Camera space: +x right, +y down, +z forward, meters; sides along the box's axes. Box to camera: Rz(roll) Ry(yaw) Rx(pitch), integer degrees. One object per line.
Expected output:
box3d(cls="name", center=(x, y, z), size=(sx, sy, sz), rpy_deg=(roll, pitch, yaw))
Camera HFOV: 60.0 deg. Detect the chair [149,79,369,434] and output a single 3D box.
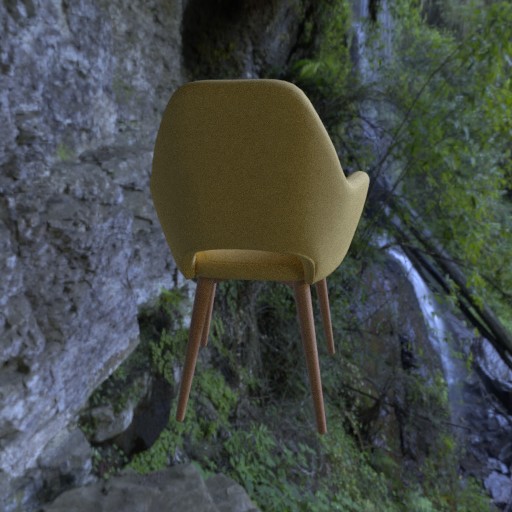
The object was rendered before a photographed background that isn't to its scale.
box3d(cls="chair", center=(0.000, 0.000, 1.217), size=(0.590, 0.840, 0.610), rpy_deg=(2, 15, 8))
